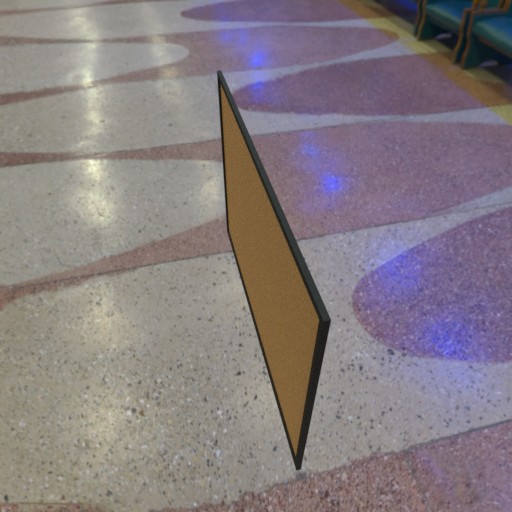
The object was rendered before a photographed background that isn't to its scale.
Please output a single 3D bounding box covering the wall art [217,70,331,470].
[{"bbox_3d":[0.000,0.000,1.264,0.013,0.665,0.963,-10,46,-9],"label":"wall art"}]
